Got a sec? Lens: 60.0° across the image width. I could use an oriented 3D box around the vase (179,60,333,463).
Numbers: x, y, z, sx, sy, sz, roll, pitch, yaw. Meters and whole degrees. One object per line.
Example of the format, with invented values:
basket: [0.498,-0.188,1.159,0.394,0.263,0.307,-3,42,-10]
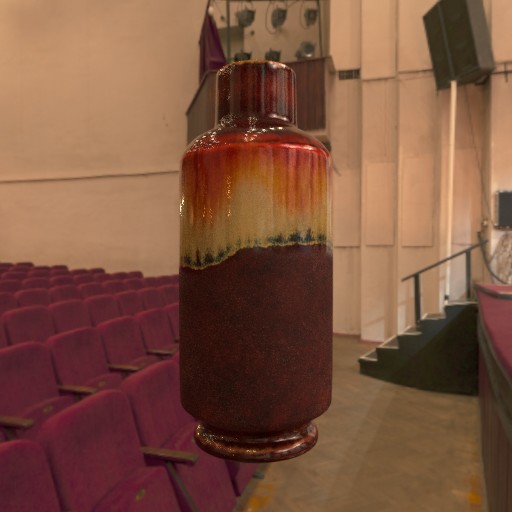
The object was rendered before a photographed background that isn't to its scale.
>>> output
vase: [0.000,0.000,0.323,0.111,0.261,0.111,0,0,0]
